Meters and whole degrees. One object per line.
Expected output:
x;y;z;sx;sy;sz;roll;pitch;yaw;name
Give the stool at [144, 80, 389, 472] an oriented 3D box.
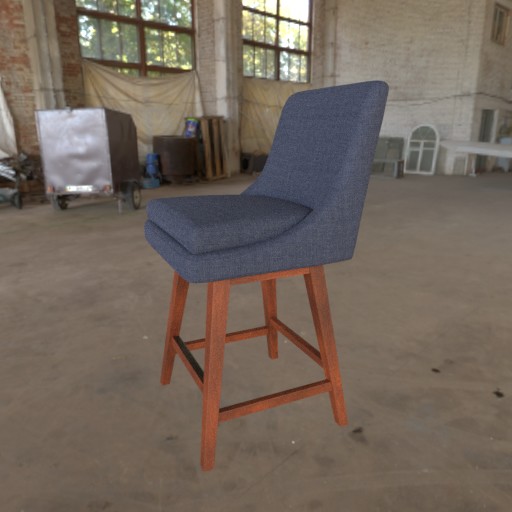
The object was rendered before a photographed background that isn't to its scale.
0.000;0.000;1.222;0.524;0.895;0.467;-7;17;-24;stool
